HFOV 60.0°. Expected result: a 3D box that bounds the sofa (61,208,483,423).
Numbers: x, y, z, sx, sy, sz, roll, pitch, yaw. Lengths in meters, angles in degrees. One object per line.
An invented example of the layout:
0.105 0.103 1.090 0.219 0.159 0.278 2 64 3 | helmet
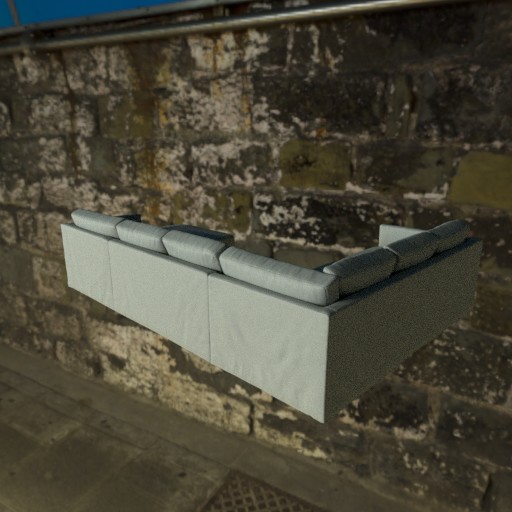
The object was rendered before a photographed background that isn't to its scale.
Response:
0.000 0.000 4.435 3.460 0.882 2.427 15 22 42 | sofa
